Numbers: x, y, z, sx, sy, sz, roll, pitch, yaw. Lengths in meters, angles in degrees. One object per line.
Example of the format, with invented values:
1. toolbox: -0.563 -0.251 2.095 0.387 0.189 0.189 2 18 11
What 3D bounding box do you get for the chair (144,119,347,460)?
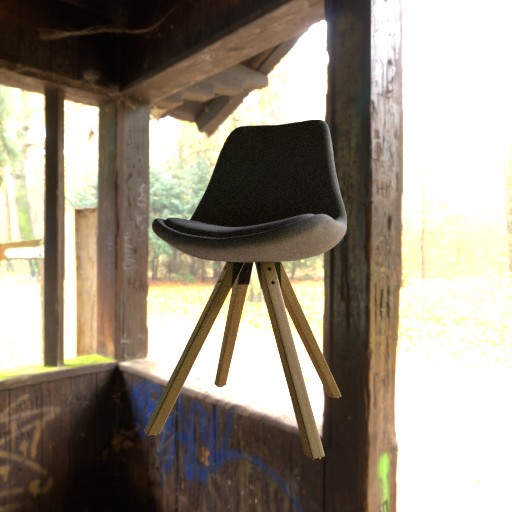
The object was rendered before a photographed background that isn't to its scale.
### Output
1. chair: 0.000 0.000 1.213 0.483 0.865 0.550 0 1 17
